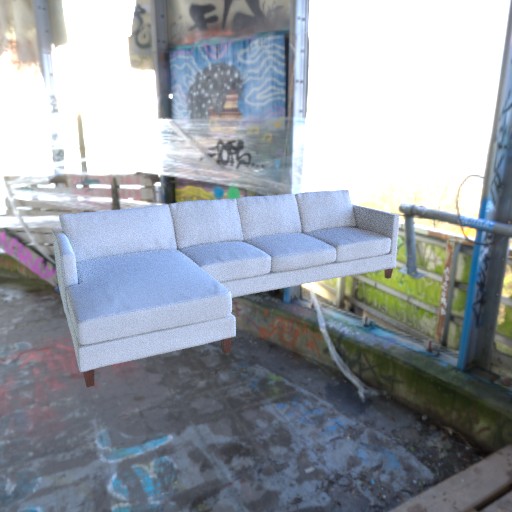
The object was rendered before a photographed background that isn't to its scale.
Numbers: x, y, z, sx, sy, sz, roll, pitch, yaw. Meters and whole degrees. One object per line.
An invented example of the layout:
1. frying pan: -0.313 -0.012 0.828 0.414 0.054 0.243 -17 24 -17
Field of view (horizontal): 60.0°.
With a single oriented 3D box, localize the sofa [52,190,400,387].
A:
1. sofa: 0.000 0.000 3.933 3.186 0.861 1.625 -8 18 -26
